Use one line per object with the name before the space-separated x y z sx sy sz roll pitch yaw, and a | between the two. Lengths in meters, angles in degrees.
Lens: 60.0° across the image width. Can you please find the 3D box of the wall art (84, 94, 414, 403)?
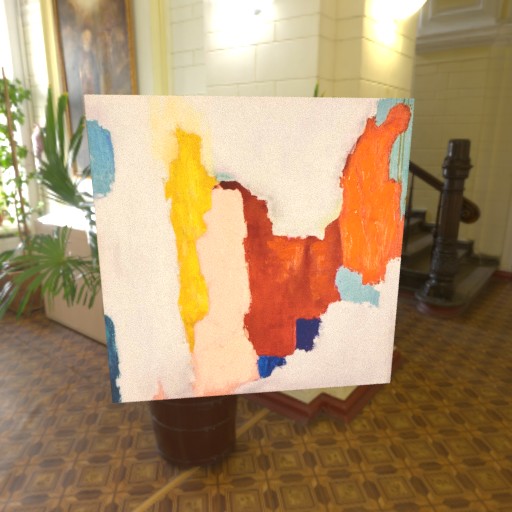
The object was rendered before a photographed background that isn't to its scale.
wall art | 0.000 0.000 1.202 0.814 0.814 0.037 -2 15 -7
